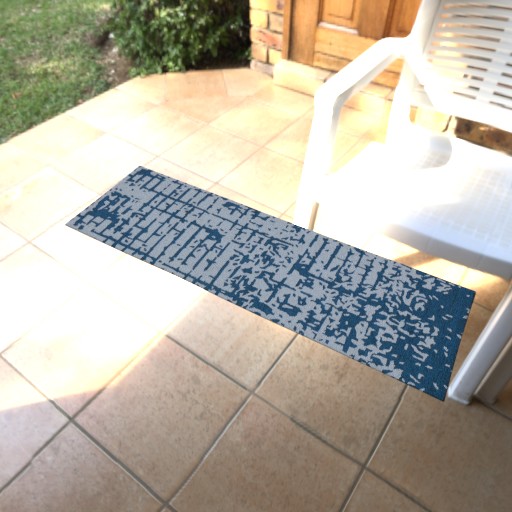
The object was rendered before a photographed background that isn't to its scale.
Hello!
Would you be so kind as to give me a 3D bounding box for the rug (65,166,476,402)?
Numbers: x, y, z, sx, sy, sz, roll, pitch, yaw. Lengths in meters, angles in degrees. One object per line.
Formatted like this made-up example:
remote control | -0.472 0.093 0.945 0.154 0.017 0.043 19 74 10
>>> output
rug | 0.000 0.000 2.690 2.435 0.011 0.750 23 51 20
